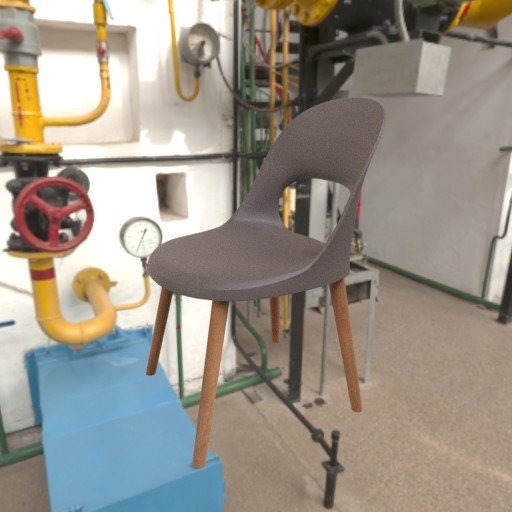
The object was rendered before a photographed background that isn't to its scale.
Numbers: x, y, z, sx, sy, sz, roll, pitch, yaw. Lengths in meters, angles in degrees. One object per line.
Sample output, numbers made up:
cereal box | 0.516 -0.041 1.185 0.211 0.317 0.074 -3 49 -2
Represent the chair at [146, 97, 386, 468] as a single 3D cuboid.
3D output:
chair | 0.000 0.000 1.164 0.556 0.794 0.470 -9 19 -26
